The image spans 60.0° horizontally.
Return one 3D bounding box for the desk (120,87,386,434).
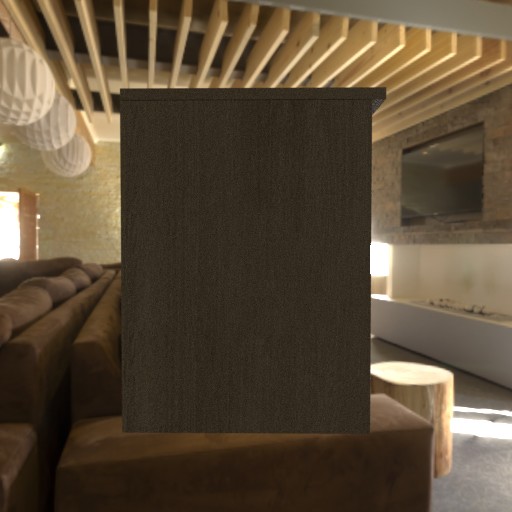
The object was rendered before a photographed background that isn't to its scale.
[{"bbox_3d":[0.000,0.000,1.484,0.557,0.729,1.099,0,1,1],"label":"desk"}]
